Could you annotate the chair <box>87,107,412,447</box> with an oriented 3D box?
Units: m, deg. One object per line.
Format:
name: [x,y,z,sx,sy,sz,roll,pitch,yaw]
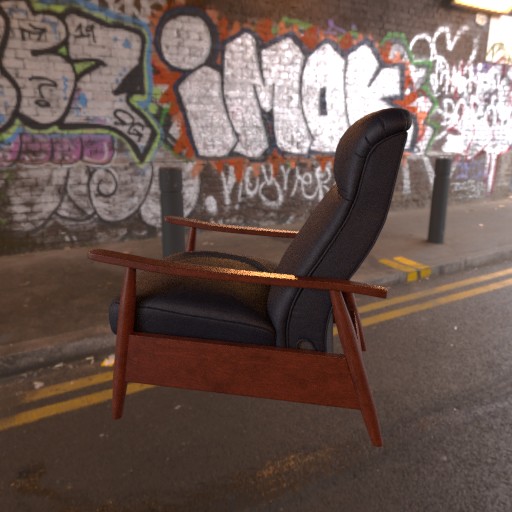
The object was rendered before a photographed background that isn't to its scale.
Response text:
chair: [0.000,0.000,1.761,1.014,1.082,0.762,2,15,9]
